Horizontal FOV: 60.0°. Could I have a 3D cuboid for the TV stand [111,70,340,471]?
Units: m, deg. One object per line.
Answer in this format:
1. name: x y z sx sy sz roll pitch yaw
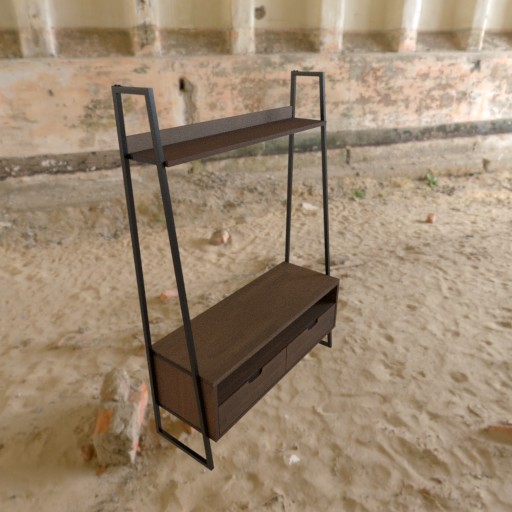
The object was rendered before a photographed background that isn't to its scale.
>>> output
1. TV stand: 0.000 0.000 2.368 0.432 1.772 1.250 18 31 33
